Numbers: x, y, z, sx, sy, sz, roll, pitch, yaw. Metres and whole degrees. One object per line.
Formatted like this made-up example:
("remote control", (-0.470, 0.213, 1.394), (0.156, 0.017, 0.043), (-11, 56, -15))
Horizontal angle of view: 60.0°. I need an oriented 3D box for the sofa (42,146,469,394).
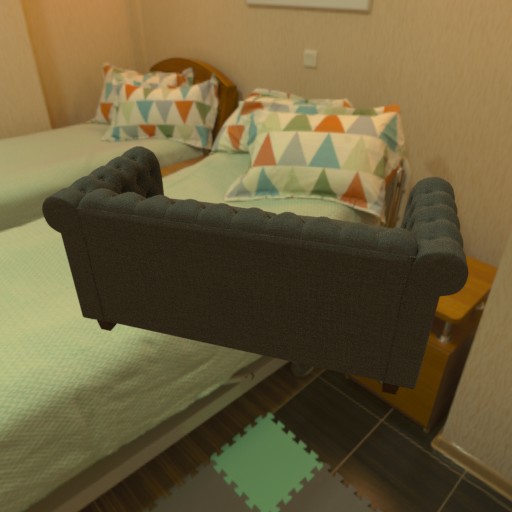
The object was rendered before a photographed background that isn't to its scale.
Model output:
("sofa", (0.000, 0.000, 2.251), (1.798, 0.797, 0.783), (9, 33, 14))
